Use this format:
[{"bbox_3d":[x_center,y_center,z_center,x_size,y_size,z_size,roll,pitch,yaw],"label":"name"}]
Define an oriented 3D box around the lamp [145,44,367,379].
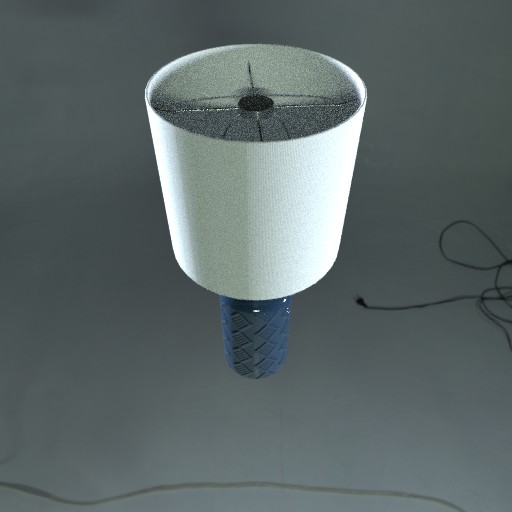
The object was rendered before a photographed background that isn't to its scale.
[{"bbox_3d":[0.000,0.000,0.582,0.207,0.461,0.207,-3,46,-3],"label":"lamp"}]
